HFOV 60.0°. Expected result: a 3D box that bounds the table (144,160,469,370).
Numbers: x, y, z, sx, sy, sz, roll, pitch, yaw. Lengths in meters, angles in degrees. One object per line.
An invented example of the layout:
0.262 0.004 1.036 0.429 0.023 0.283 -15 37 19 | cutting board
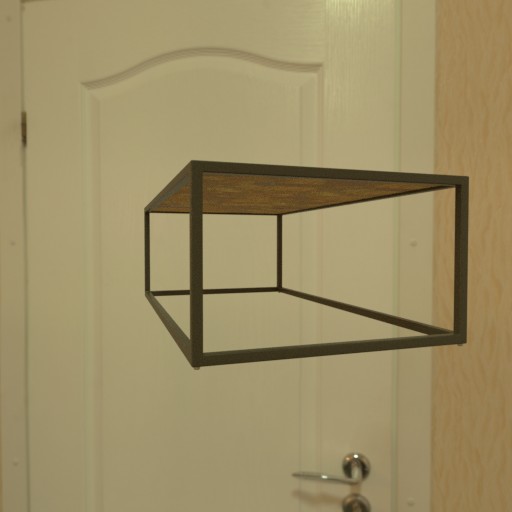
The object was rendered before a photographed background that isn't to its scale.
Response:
0.000 0.000 1.502 0.649 0.398 1.199 -1 2 -18 | table
